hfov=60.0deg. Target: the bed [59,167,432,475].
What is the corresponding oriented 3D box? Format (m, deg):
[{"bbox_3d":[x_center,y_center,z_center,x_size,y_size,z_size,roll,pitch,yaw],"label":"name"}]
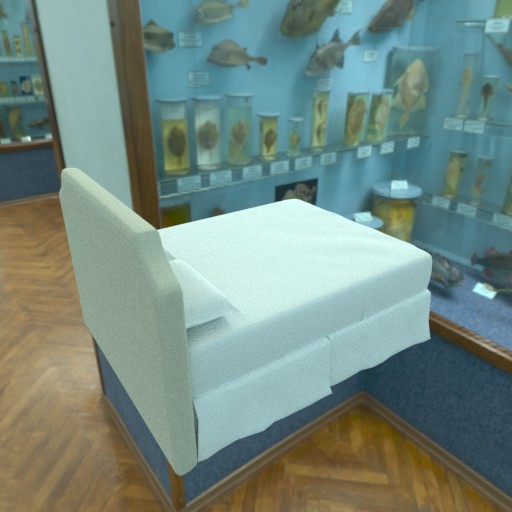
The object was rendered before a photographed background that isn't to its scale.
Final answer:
[{"bbox_3d":[0.000,0.000,3.118,2.116,1.290,1.693,-17,31,-31],"label":"bed"}]
